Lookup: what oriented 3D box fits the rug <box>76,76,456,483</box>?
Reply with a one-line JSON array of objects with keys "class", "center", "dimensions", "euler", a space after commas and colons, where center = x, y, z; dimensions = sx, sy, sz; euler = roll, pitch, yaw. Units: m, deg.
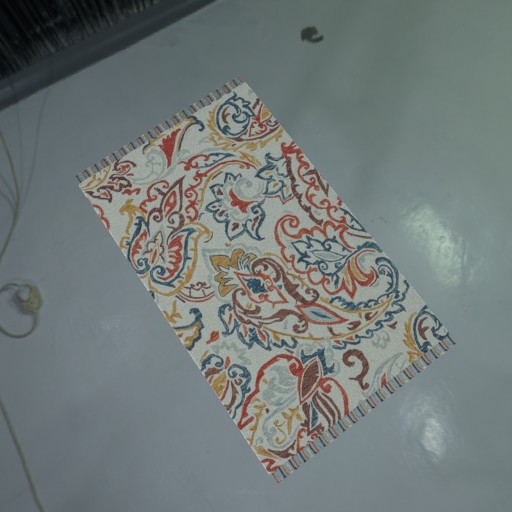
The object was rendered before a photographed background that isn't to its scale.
[{"class": "rug", "center": [0.000, 0.000, 3.174], "dimensions": [1.523, 0.010, 2.584], "euler": [-35, 78, -8]}]
